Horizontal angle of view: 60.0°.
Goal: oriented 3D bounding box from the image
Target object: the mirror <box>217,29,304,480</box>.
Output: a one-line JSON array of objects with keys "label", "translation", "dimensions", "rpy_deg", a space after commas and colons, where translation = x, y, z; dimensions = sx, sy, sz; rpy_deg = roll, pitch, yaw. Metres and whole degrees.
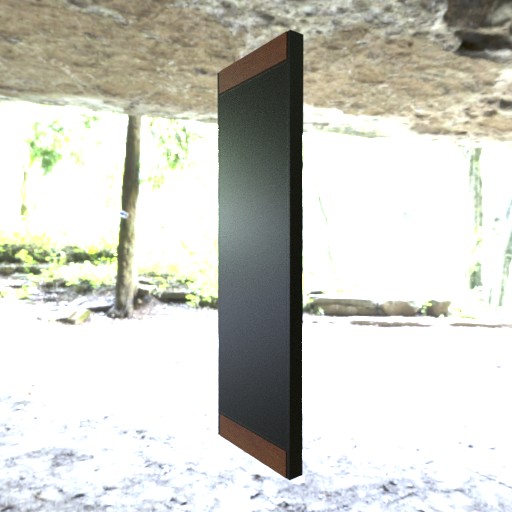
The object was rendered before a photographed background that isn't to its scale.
[{"label": "mirror", "translation": [0.000, 0.000, 1.253], "dimensions": [0.047, 1.123, 0.343], "rpy_deg": [-1, 2, -36]}]
